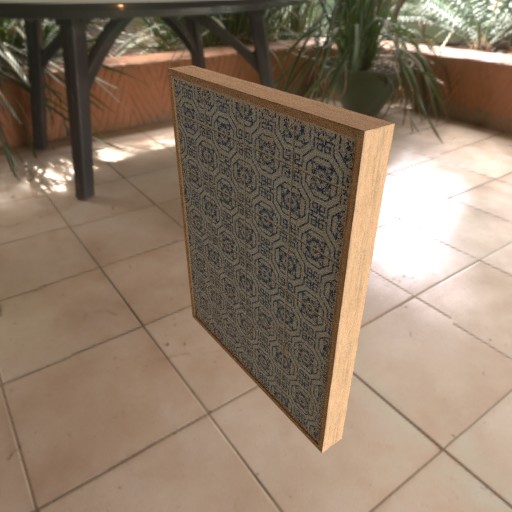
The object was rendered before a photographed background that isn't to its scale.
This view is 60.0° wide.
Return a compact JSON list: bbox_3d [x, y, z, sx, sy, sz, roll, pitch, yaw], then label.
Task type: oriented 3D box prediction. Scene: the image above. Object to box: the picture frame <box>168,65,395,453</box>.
[{"bbox_3d":[0.000,0.000,0.731,0.046,0.526,0.421,-22,39,-30],"label":"picture frame"}]
